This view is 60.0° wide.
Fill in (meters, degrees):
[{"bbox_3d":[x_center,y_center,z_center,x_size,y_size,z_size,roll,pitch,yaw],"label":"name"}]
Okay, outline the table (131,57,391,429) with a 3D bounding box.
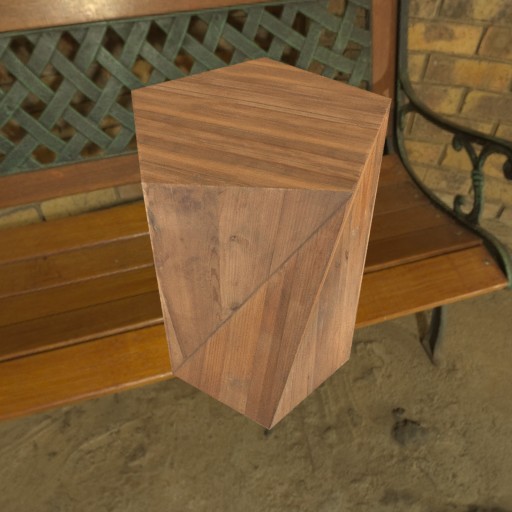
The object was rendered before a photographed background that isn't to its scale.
[{"bbox_3d":[0.000,0.000,0.880,0.425,0.604,0.441,33,54,28],"label":"table"}]
